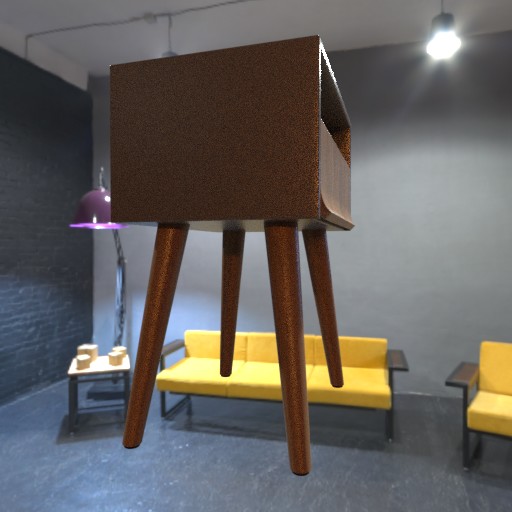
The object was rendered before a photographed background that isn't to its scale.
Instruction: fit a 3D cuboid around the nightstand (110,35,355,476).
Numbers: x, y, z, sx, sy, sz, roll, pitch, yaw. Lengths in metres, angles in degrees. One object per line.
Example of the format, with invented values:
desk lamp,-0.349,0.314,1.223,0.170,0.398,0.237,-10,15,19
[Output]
nightstand,0.000,0.000,0.721,0.288,0.508,0.370,0,1,18
